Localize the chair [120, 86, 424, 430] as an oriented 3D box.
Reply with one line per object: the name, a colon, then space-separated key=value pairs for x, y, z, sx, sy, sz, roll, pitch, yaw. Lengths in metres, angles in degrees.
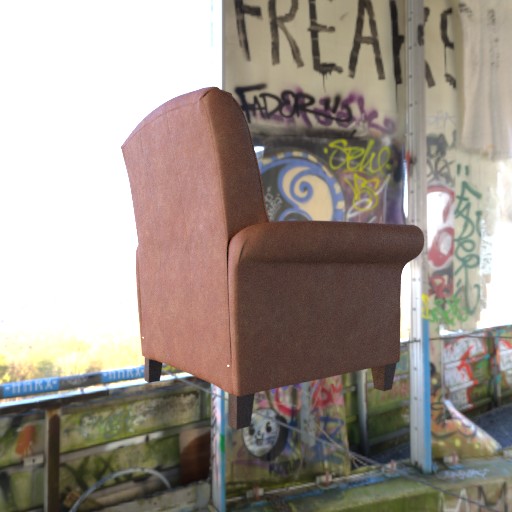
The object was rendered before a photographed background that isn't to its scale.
chair: x=0.000 y=0.000 z=1.815 sx=0.902 sy=1.061 sz=0.978 roll=1 pitch=-2 yaw=-36
